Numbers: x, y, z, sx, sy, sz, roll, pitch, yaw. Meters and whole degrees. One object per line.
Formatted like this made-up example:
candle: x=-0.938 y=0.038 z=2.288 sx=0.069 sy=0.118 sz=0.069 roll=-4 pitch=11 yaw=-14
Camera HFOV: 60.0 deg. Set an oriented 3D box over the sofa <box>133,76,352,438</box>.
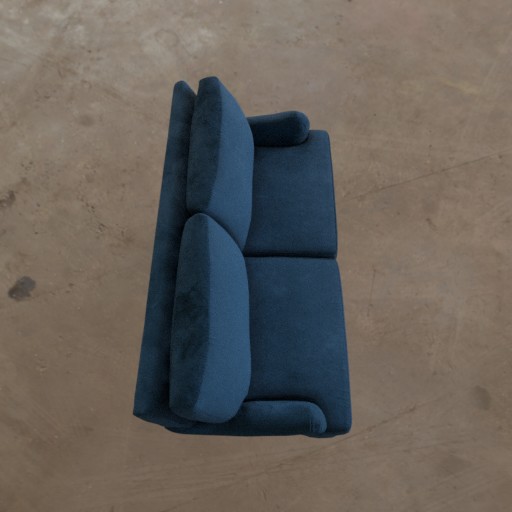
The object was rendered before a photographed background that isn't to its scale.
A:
sofa: x=0.000 y=0.000 z=2.814 sx=1.084 sy=1.101 sz=2.141 roll=1 pitch=64 yaw=0
